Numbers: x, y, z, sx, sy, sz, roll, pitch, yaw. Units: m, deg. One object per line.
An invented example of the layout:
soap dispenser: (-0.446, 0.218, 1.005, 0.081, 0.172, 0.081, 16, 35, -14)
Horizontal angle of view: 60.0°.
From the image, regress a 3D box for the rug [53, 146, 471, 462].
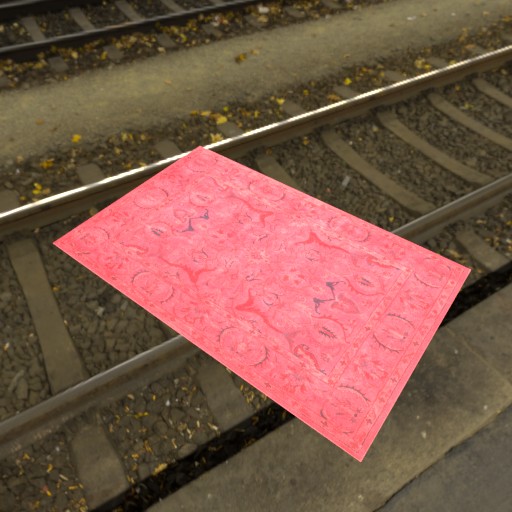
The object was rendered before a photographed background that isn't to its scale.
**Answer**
rug: (0.000, 0.000, 3.030, 2.423, 0.010, 1.534, 29, 53, 24)
